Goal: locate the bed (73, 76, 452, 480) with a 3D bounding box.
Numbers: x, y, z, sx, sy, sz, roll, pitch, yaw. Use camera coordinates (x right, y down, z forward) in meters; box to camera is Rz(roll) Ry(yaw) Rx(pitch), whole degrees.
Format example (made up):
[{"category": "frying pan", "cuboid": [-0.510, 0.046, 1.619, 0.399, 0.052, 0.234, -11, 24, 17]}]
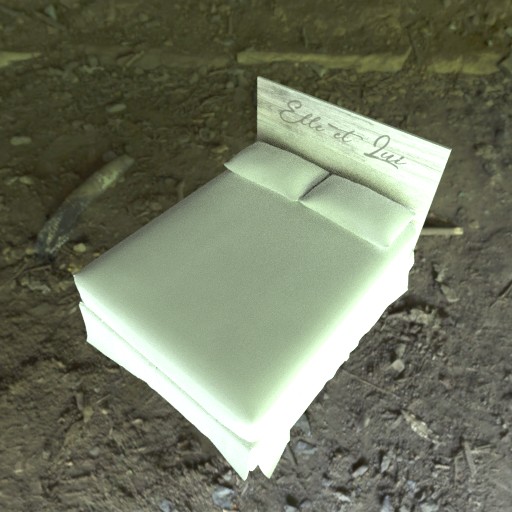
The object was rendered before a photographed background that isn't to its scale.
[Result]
[{"category": "bed", "cuboid": [0.000, 0.000, 3.112, 1.745, 1.335, 2.094, 31, 54, 26]}]
